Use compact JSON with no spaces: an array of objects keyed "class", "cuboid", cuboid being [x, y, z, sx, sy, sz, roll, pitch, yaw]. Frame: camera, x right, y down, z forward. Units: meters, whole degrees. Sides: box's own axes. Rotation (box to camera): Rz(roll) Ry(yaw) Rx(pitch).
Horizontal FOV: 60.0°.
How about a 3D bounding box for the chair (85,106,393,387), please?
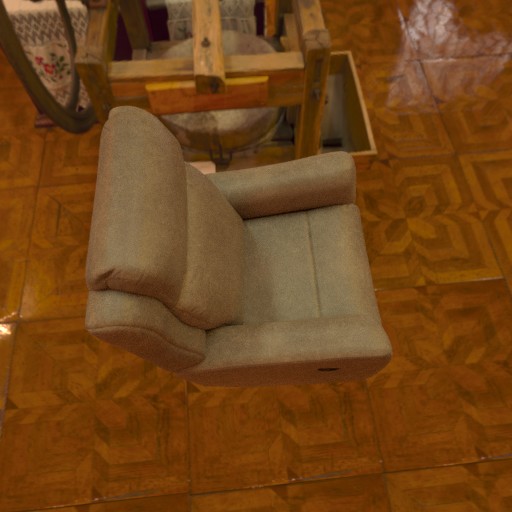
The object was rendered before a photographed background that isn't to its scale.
[{"class":"chair","cuboid":[0.000,0.000,1.875,1.068,1.116,0.965,-3,63,-2]}]
